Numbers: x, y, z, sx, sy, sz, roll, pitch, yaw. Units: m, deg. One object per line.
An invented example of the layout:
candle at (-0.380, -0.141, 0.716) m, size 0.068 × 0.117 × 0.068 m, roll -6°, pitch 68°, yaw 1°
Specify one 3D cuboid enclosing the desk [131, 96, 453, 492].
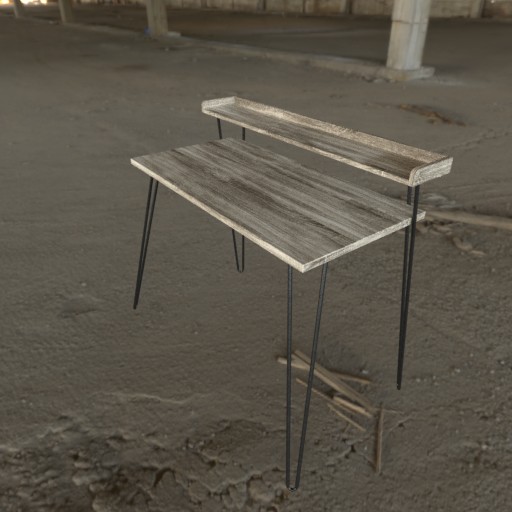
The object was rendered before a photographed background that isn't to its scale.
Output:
desk at (0.000, 0.000, 1.626) m, size 0.605 × 0.899 × 1.135 m, roll -22°, pitch 37°, yaw -31°
